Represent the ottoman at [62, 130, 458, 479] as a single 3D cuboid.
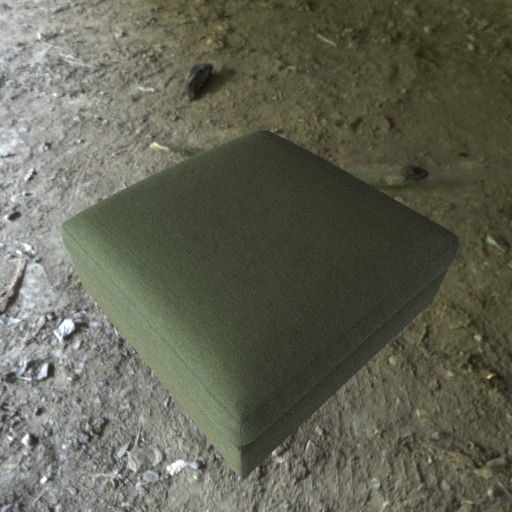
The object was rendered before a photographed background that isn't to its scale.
[{"bbox_3d":[0.000,0.000,1.656,1.041,0.470,1.041,-33,54,-28],"label":"ottoman"}]
